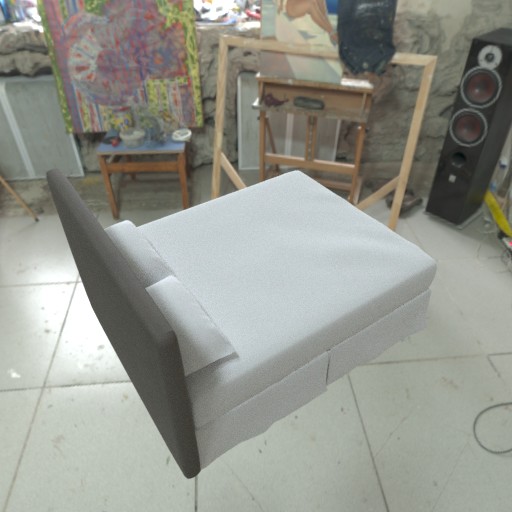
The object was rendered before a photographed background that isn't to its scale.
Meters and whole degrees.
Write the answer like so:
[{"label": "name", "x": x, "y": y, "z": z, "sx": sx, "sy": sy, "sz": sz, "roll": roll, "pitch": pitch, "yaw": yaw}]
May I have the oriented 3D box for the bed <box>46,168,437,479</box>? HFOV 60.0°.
[{"label": "bed", "x": 0.000, "y": 0.000, "z": 3.130, "sx": 2.142, "sy": 1.330, "sz": 1.723, "roll": -24, "pitch": 46, "yaw": -26}]
